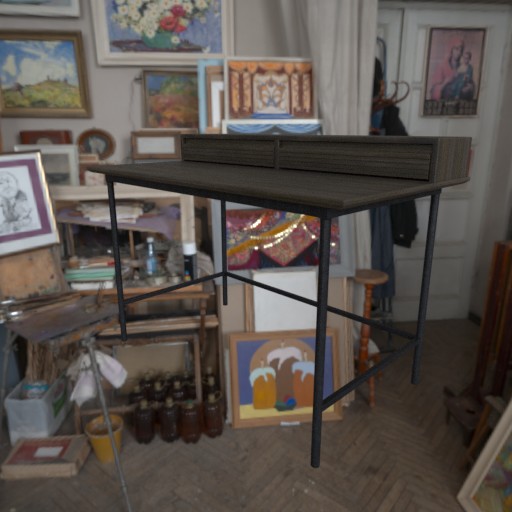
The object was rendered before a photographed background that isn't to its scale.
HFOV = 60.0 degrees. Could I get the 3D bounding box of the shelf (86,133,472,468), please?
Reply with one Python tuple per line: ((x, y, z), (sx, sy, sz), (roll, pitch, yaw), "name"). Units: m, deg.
((0.000, 0.000, 1.653), (0.685, 0.865, 1.212), (-15, 22, -42), "shelf")
